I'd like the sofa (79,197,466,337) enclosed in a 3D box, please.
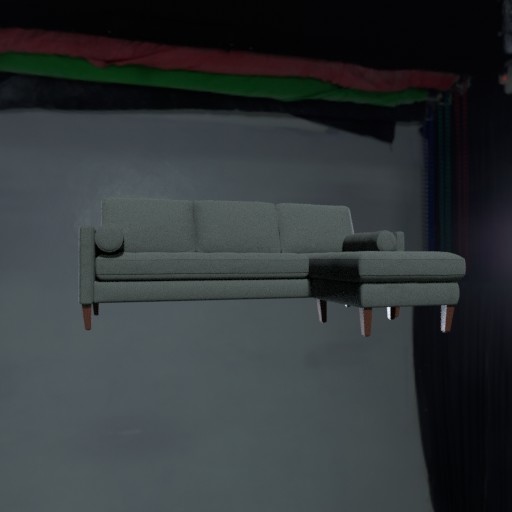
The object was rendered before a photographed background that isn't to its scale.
[{"bbox_3d":[0.000,0.000,2.922,2.178,0.876,1.506,0,-1,-16],"label":"sofa"}]
